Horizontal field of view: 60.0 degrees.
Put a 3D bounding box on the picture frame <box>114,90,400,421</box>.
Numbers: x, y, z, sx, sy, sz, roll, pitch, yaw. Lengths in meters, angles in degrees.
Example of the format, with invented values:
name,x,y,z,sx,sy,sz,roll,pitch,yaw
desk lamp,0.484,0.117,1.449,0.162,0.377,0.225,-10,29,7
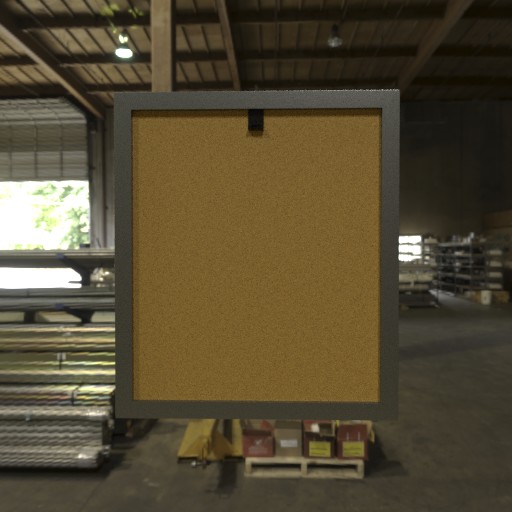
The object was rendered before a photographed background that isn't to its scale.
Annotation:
name,x,y,z,sx,sy,sz,roll,pitch,yaw
picture frame,0.000,0.000,1.342,0.839,0.968,0.073,0,1,1
